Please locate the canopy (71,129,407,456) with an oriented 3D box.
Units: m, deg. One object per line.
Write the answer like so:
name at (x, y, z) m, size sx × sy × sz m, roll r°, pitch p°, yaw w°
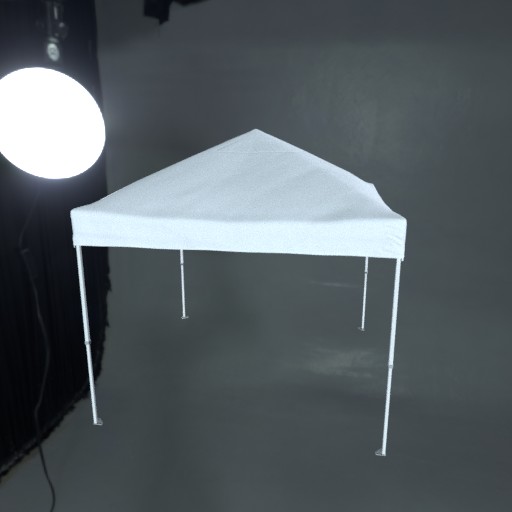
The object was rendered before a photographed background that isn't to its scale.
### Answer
canopy at (0.000, 0.000, 5.435) m, size 2.996 × 2.997 × 2.998 m, roll 2°, pitch 15°, yaw 9°
